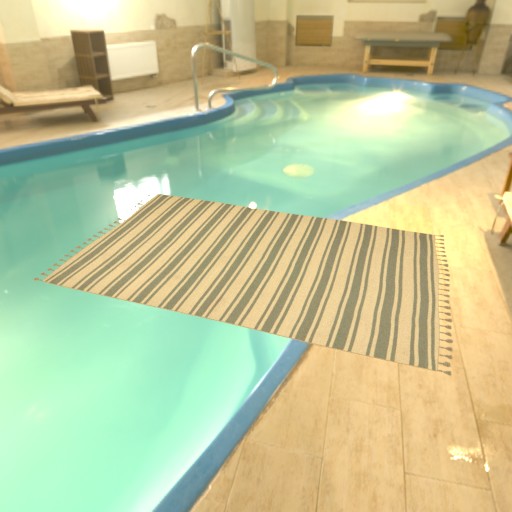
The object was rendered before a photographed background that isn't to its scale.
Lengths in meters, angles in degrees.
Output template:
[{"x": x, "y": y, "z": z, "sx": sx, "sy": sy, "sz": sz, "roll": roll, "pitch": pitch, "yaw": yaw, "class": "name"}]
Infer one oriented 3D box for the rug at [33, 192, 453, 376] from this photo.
[{"x": 0.000, "y": 0.000, "z": 2.531, "sx": 2.084, "sy": 0.009, "sz": 1.222, "roll": 10, "pitch": 33, "yaw": 16, "class": "rug"}]
